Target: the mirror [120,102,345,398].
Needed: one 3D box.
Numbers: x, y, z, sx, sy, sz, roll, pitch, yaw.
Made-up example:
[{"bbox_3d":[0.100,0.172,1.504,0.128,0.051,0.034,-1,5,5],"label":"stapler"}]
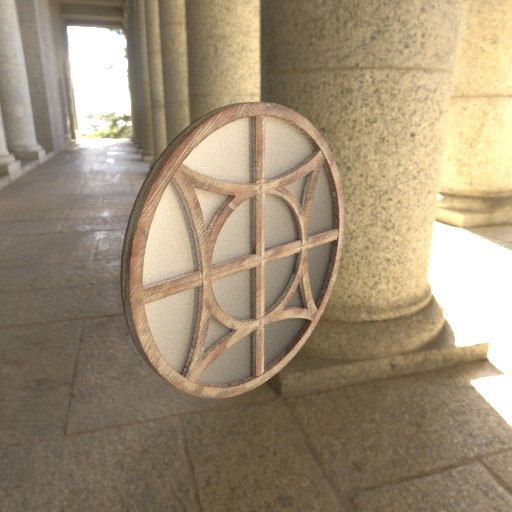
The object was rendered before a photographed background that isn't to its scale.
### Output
[{"bbox_3d":[0.000,0.000,1.083,0.038,0.710,0.710,17,24,42],"label":"mirror"}]
